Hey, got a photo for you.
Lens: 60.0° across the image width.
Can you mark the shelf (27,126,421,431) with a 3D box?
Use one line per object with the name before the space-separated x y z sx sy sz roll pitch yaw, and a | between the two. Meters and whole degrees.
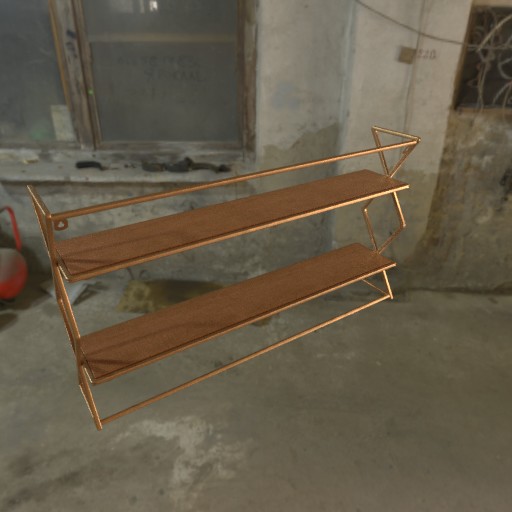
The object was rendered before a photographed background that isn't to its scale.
shelf | 0.000 0.000 0.994 0.822 0.450 0.150 -17 33 -29
